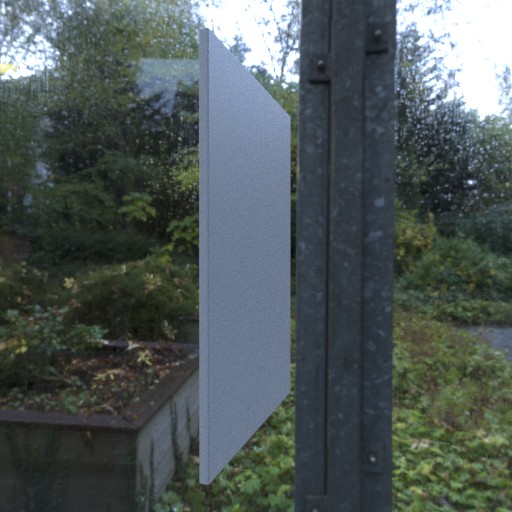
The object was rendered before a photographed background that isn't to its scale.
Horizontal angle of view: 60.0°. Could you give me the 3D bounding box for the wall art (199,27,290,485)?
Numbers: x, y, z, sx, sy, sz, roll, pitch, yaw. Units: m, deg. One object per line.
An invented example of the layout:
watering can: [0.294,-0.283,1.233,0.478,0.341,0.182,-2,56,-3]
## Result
wall art: [0.000,0.000,0.622,0.011,0.482,0.329,0,1,20]
